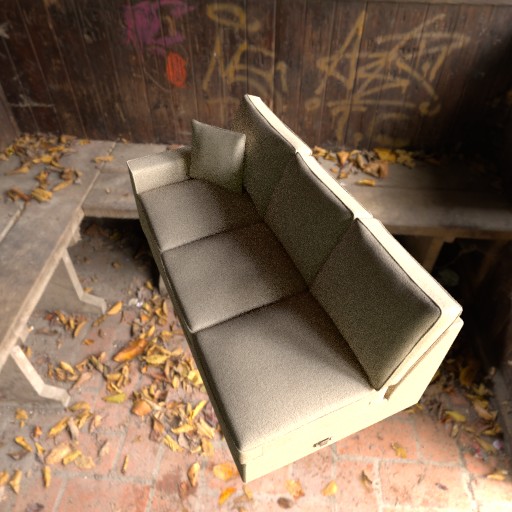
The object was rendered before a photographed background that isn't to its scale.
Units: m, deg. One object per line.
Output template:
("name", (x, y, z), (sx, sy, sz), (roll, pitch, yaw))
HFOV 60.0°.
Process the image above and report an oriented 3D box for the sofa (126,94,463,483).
("sofa", (0.000, 0.000, 2.495), (1.034, 0.946, 1.962), (-18, 48, -16))
